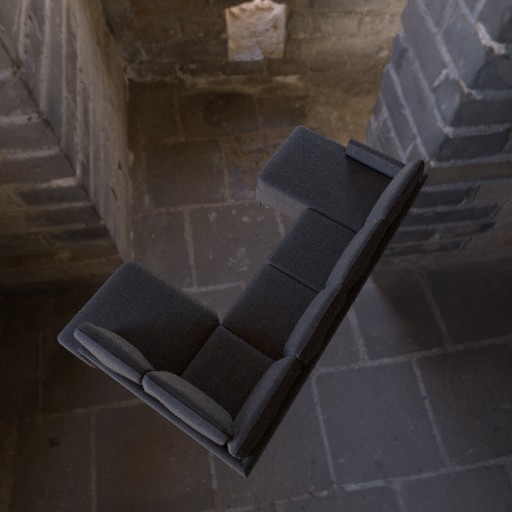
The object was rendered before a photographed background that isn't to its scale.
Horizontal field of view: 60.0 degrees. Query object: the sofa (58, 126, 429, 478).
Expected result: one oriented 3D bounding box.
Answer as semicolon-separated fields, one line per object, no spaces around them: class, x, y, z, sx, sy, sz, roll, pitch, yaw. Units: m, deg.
sofa;0.000;0.000;4.379;2.048;0.999;3.423;31;67;15
